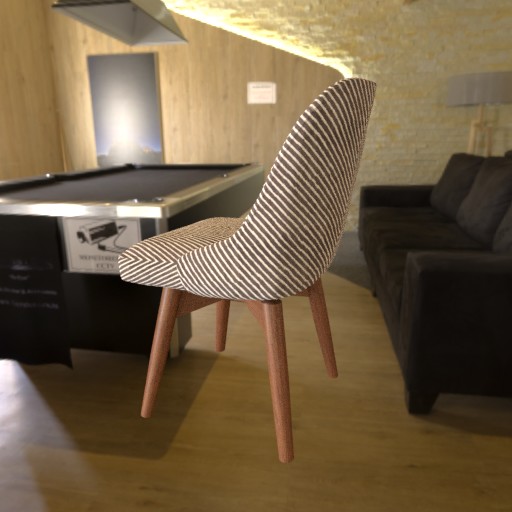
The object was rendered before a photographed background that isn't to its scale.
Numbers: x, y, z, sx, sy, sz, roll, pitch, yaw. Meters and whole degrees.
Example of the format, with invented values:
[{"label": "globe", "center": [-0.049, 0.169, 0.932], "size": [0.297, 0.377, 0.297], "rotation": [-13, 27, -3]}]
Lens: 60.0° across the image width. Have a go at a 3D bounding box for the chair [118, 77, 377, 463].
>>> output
[{"label": "chair", "center": [0.000, 0.000, 1.231], "size": [0.591, 0.883, 0.504], "rotation": [7, 17, 24]}]
